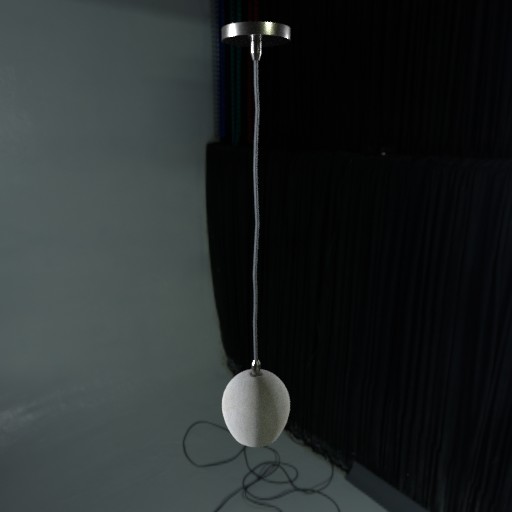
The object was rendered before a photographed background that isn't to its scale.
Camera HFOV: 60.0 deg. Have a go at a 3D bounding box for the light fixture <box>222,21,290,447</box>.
[{"bbox_3d":[0.000,0.000,0.822,0.139,0.764,0.139,15,22,42],"label":"light fixture"}]
